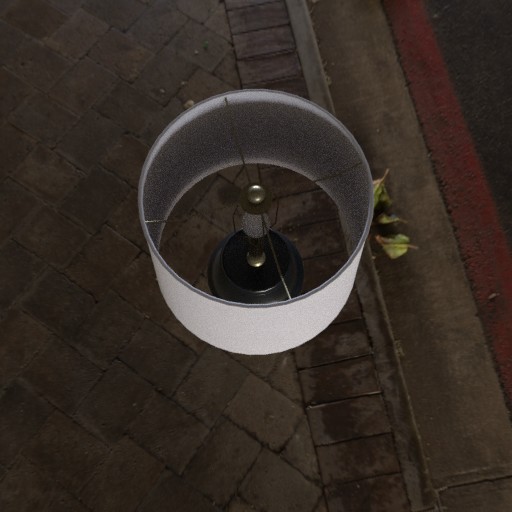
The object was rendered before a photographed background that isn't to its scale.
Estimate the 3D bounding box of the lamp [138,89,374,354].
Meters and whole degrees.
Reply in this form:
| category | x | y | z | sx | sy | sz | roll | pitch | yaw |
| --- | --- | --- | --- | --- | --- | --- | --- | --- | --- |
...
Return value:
| category | x | y | z | sx | sy | sz | roll | pitch | yaw |
| --- | --- | --- | --- | --- | --- | --- | --- | --- | --- |
| lamp | 0.000 | 0.000 | 0.545 | 0.239 | 0.399 | 0.239 | 0 | 75 | 0 |
